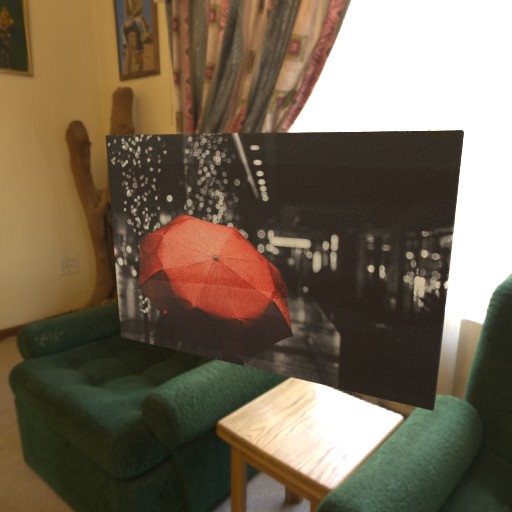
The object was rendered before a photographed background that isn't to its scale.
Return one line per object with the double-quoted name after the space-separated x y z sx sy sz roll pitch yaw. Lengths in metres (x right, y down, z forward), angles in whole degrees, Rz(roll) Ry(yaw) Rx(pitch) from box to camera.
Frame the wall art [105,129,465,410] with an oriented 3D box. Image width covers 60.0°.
0.000 0.000 0.760 0.609 0.406 0.037 7 15 25 "wall art"
